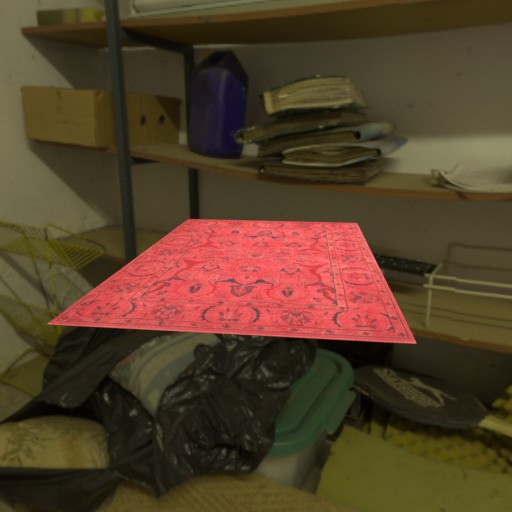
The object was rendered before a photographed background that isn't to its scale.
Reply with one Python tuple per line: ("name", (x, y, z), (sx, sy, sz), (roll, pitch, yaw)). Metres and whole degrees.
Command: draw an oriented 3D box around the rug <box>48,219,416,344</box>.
("rug", (0.000, 0.000, 2.297), (1.209, 0.008, 1.814), (2, 16, 6))
